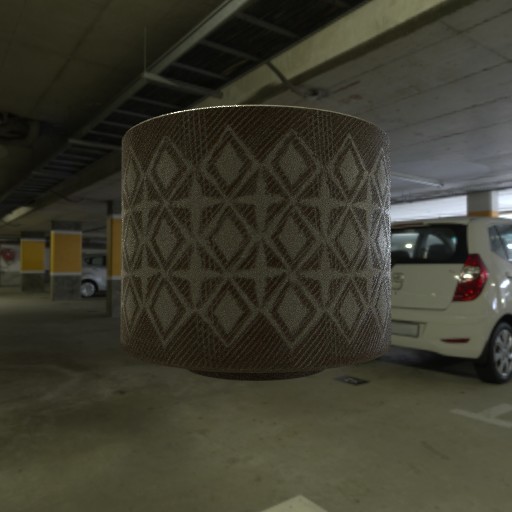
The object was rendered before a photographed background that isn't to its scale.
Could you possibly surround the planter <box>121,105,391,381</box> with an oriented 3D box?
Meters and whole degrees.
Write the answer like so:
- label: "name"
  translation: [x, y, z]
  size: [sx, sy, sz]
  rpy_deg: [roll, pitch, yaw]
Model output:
- label: "planter"
  translation: [0.000, 0.000, 0.217]
  size: [0.126, 0.104, 0.126]
  rpy_deg: [0, -1, 0]
